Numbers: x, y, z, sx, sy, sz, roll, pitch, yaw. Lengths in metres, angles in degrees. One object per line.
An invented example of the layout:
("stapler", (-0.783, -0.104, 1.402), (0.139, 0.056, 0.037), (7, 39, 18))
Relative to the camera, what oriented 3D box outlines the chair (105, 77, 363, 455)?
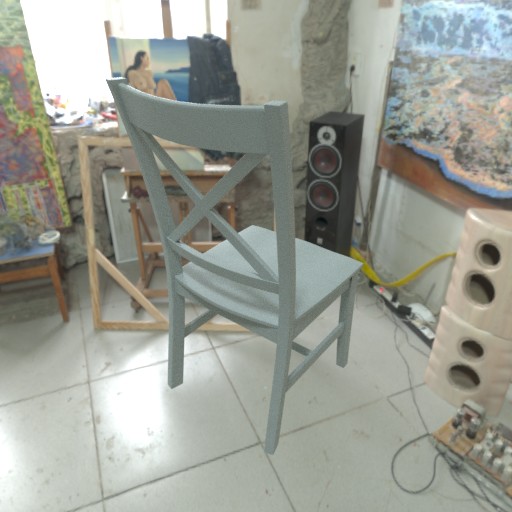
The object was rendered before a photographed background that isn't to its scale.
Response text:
("chair", (0.000, 0.000, 1.291), (0.485, 0.983, 0.542), (21, 36, 32))
